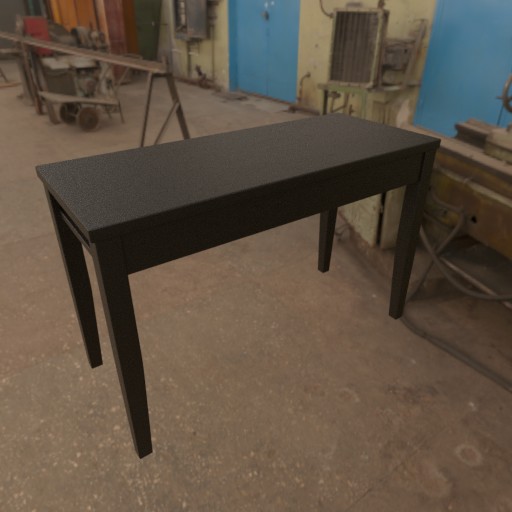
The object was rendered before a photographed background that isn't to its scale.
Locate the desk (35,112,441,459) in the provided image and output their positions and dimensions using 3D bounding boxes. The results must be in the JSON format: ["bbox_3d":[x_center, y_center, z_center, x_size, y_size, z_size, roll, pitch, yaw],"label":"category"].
[{"bbox_3d":[0.000,0.000,1.609,1.220,0.775,0.508,-19,35,-30],"label":"desk"}]
